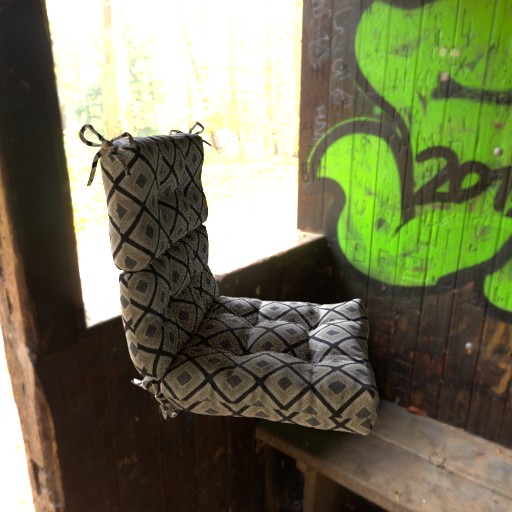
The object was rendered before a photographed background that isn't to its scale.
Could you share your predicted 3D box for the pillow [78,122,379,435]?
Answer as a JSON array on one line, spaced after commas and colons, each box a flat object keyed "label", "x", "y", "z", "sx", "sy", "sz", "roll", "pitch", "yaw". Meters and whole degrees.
[{"label": "pillow", "x": 0.000, "y": 0.000, "z": 1.048, "sx": 0.571, "sy": 0.605, "sz": 0.519, "roll": 3, "pitch": 17, "yaw": 10}]
